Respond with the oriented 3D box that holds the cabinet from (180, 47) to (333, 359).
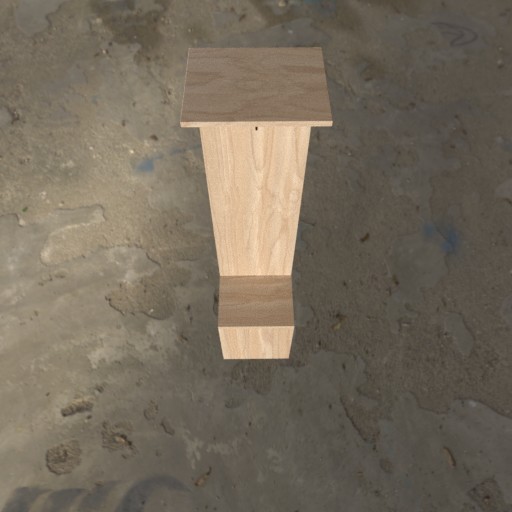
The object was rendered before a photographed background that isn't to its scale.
[{"bbox_3d":[0.000,0.000,2.076,0.411,1.879,0.338,0,58,0],"label":"cabinet"}]
